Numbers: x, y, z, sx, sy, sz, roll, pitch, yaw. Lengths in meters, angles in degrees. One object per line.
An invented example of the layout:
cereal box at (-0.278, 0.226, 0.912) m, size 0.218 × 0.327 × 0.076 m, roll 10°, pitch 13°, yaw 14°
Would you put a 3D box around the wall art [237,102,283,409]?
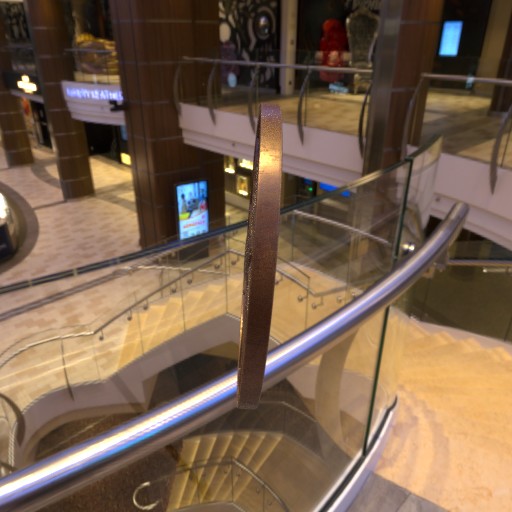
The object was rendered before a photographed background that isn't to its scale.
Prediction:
wall art at (0.000, 0.000, 0.891) m, size 0.084 × 0.583 × 0.582 m, roll 0°, pitch 27°, yaw 0°
